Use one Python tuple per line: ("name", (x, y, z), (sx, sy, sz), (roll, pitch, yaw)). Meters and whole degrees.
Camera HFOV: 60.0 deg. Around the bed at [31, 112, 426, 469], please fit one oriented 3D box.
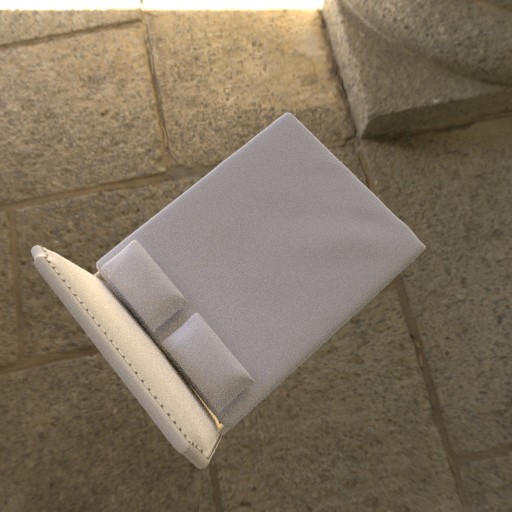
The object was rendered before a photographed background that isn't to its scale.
("bed", (0.000, 0.000, 3.418), (2.372, 1.497, 1.712), (-40, 79, -10))
